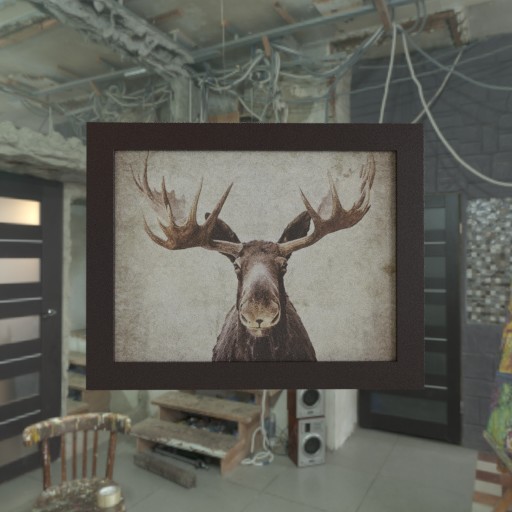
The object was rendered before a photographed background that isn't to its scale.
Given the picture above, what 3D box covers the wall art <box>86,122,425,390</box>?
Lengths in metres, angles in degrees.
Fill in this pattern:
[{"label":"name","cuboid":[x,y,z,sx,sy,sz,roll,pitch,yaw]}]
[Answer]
[{"label":"wall art","cuboid":[0.000,0.000,1.597,1.207,0.952,0.034,0,0,-1]}]
